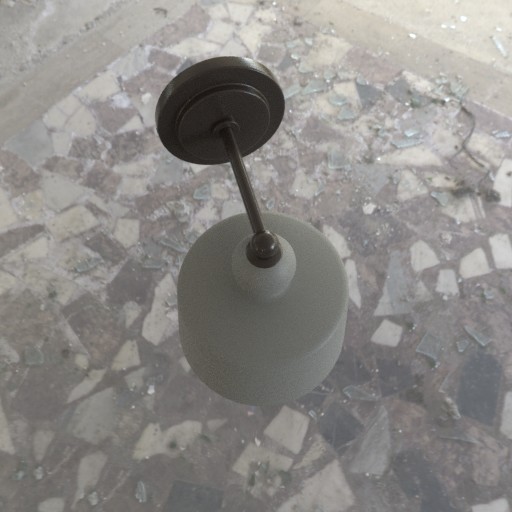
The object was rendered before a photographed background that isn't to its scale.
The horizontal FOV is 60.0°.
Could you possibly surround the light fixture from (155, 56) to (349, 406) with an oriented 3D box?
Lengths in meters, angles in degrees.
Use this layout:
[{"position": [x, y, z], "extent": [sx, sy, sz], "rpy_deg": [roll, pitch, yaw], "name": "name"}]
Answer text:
[{"position": [0.000, 0.000, 0.442], "extent": [0.204, 0.268, 0.254], "rpy_deg": [-15, 65, -7], "name": "light fixture"}]
